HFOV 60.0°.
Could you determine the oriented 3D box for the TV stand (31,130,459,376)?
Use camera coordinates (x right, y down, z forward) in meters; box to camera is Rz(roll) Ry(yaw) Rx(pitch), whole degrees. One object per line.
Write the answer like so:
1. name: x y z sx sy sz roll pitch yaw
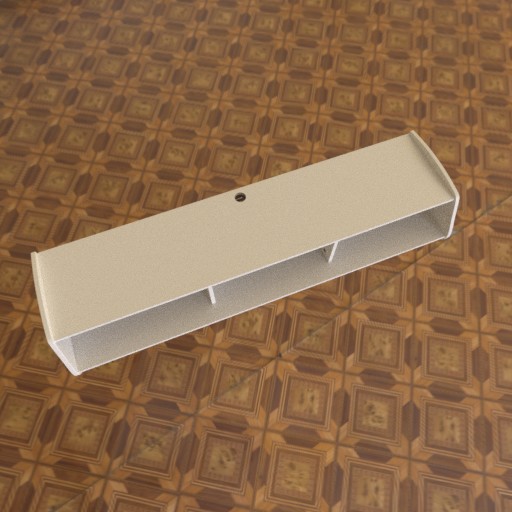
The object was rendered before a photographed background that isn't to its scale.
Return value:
1. TV stand: 0.000 0.000 1.701 1.473 0.424 0.397 -19 65 -9
